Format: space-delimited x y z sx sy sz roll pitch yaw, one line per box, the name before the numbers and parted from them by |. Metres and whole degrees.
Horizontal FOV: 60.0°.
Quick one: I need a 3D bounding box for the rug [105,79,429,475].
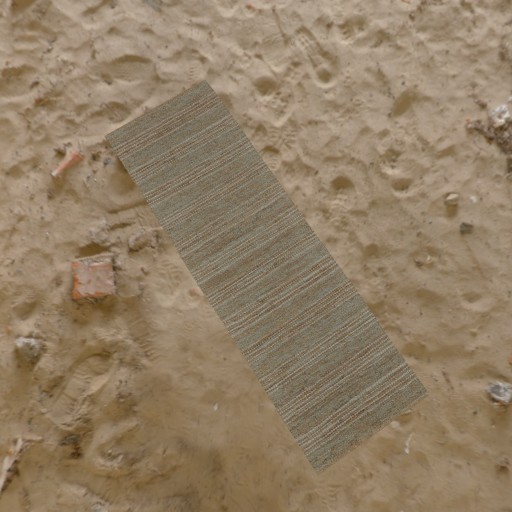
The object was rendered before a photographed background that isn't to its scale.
rug | 0.000 0.000 2.713 0.783 0.006 2.438 -32 79 -7
